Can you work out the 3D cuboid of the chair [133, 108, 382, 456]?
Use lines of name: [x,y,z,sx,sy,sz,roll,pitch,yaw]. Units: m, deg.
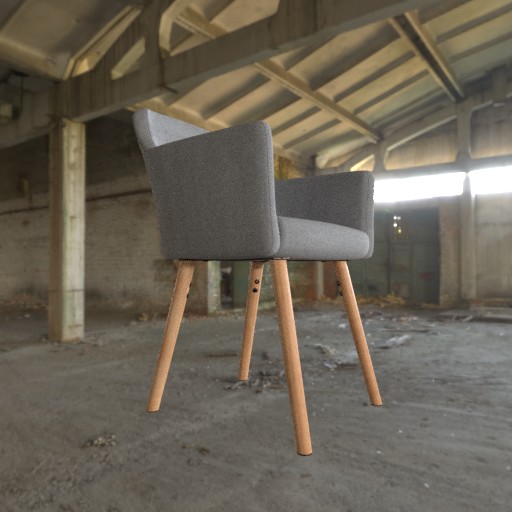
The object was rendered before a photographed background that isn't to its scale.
chair: [0.000,0.000,1.172,0.540,0.780,0.570,-1,-2,36]
